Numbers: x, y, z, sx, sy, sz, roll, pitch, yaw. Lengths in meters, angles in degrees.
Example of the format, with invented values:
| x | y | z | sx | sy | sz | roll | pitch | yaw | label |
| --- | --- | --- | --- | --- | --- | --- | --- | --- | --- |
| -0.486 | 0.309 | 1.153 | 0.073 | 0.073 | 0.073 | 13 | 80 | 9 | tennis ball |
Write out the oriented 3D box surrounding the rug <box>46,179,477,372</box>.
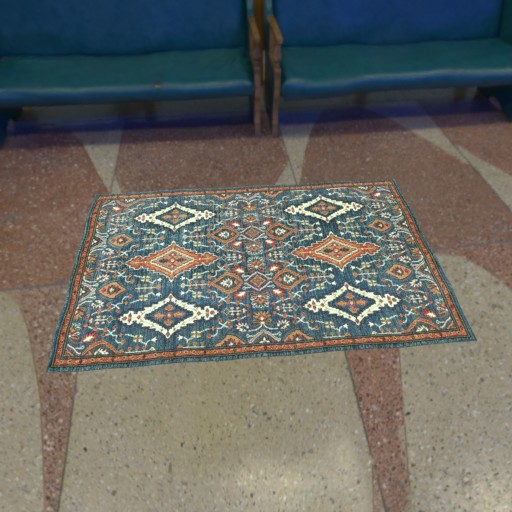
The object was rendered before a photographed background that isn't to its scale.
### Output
| x | y | z | sx | sy | sz | roll | pitch | yaw | label |
| --- | --- | --- | --- | --- | --- | --- | --- | --- | --- |
| 0.000 | 0.000 | 4.165 | 3.371 | 0.008 | 2.190 | -3 | 46 | -3 | rug |
